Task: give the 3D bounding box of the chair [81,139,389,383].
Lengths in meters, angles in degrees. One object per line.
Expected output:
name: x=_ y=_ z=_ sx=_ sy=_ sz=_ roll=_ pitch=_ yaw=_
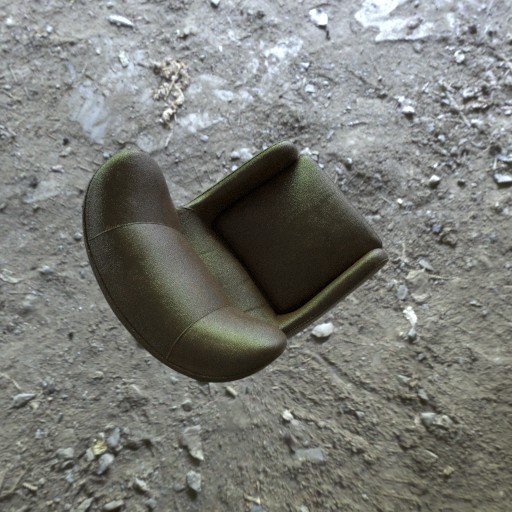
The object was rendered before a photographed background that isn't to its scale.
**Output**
chair: x=0.000 y=0.000 z=1.642 sx=0.914 sy=1.048 sz=0.692 roll=-35 pitch=77 yaw=-9
